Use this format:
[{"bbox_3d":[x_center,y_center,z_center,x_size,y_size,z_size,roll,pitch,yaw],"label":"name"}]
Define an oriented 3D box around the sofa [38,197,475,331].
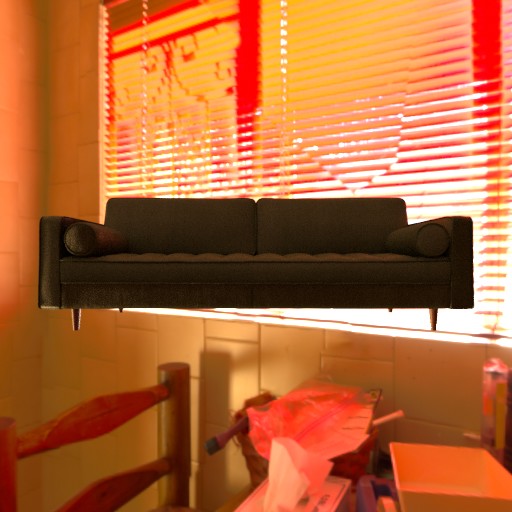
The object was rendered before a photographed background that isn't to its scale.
[{"bbox_3d":[0.000,0.000,2.647,2.199,0.769,0.918,0,0,0],"label":"sofa"}]
